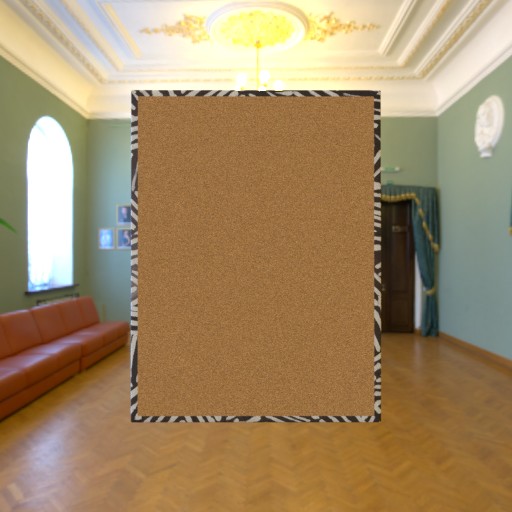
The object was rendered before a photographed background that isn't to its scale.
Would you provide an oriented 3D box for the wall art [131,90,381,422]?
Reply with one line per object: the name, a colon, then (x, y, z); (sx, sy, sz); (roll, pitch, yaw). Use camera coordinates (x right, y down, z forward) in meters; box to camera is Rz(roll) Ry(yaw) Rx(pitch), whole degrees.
wall art: (0.000, 0.000, 1.372); (0.765, 1.017, 0.038); (0, 0, 0)
